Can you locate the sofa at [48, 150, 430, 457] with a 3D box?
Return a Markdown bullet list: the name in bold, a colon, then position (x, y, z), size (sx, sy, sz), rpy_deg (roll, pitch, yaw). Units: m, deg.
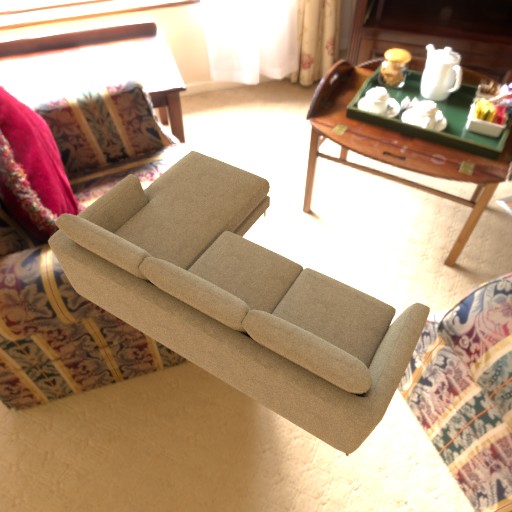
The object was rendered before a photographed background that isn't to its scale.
- **sofa**: position (0.000, 0.000, 3.209), size (2.438, 0.864, 1.626), rpy_deg (25, 54, 20)
